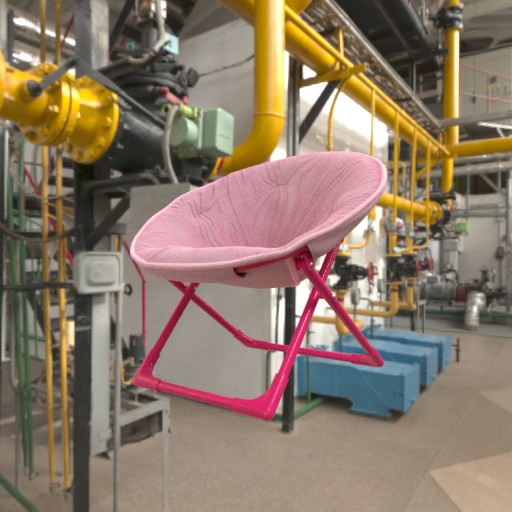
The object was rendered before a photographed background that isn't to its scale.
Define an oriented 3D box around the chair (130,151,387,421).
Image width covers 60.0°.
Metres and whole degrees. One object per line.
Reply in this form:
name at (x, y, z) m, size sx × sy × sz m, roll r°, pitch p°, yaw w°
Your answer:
chair at (0.000, 0.000, 0.903) m, size 0.522 × 0.494 × 0.459 m, roll 0°, pitch 1°, yaw 35°
